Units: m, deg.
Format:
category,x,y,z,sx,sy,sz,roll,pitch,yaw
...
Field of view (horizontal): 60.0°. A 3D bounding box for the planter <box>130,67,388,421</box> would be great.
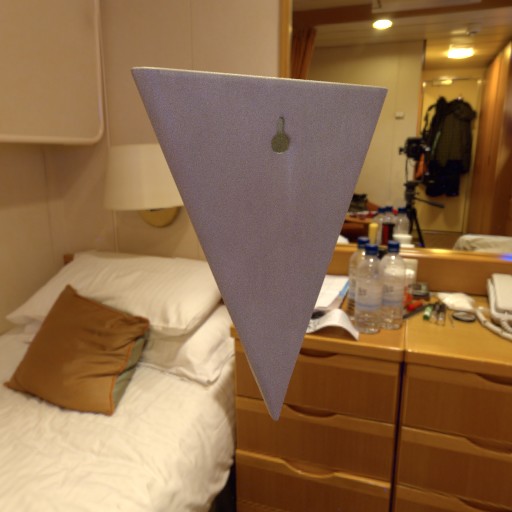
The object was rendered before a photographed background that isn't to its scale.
category,x,y,z,sx,sy,sz,roll,pitch,yaw
planter,0.000,0.000,0.272,0.150,0.197,0.060,-7,15,-27
